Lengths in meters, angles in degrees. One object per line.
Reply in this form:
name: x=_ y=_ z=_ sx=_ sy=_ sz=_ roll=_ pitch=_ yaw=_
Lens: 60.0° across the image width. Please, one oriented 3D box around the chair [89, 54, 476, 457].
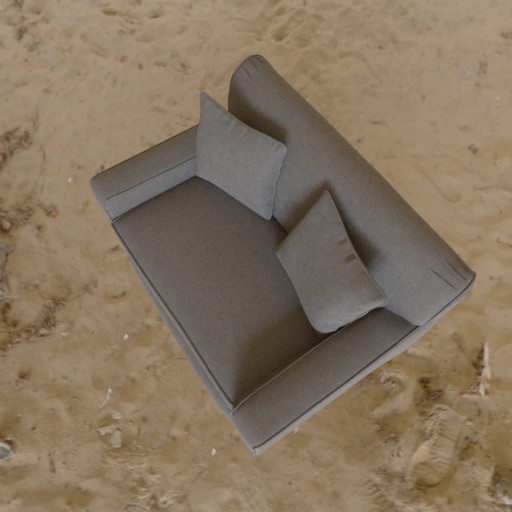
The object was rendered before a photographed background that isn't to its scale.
chair: x=0.000 y=0.000 z=2.023 sx=0.992 sy=0.953 sz=1.395 roll=-31 pitch=67 yaw=-15
